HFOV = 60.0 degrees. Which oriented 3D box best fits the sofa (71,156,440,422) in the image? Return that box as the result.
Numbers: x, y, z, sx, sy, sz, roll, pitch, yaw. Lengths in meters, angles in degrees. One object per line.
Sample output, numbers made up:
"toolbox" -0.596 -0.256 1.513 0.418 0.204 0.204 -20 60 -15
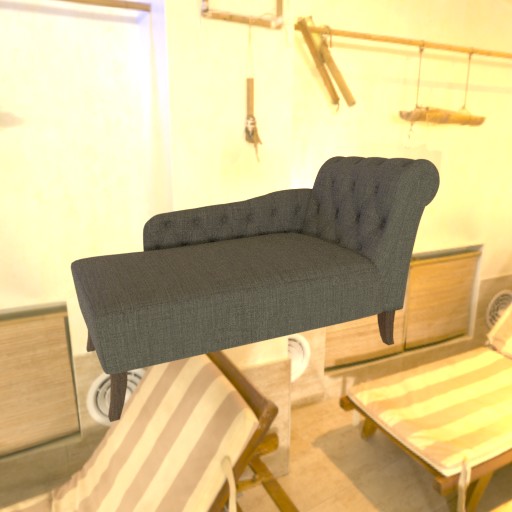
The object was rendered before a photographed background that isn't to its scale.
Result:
"sofa" 0.000 0.000 1.832 1.379 0.787 0.675 -7 16 -26
